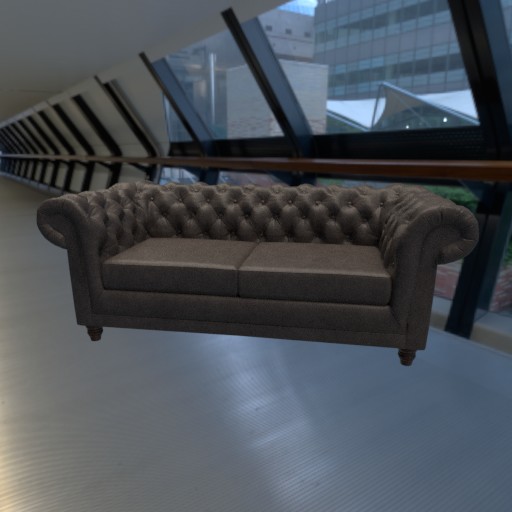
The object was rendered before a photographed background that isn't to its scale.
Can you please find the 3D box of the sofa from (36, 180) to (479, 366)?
[{"bbox_3d":[0.000,0.000,2.494,2.048,0.779,0.944,2,14,10],"label":"sofa"}]
